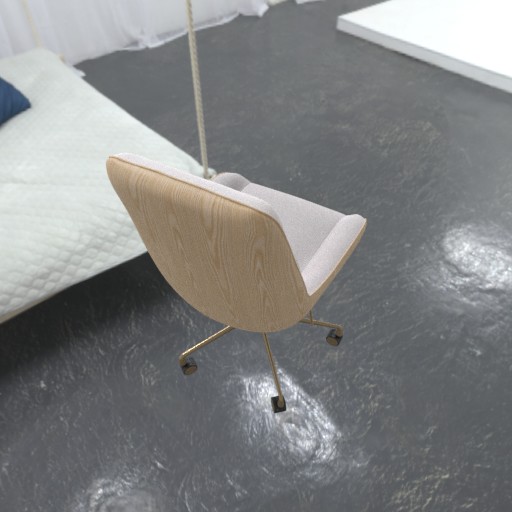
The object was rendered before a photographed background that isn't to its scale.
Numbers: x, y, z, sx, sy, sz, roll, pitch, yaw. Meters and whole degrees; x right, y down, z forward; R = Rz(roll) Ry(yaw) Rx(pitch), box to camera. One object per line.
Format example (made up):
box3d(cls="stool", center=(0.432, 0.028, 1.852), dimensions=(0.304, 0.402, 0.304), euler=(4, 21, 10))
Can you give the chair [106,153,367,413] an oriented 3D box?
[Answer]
box3d(cls="chair", center=(0.000, 0.000, 1.363), dimensions=(0.564, 0.952, 0.668), euler=(22, 49, 21))
